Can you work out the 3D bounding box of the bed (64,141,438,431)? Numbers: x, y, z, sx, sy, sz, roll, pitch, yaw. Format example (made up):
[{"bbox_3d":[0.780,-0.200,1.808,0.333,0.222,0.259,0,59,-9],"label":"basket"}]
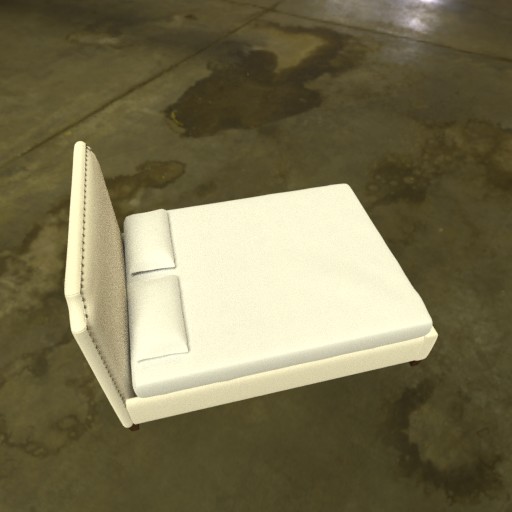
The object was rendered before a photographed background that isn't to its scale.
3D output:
[{"bbox_3d":[0.000,0.000,3.412,2.372,1.497,1.712,-10,48,-9],"label":"bed"}]
